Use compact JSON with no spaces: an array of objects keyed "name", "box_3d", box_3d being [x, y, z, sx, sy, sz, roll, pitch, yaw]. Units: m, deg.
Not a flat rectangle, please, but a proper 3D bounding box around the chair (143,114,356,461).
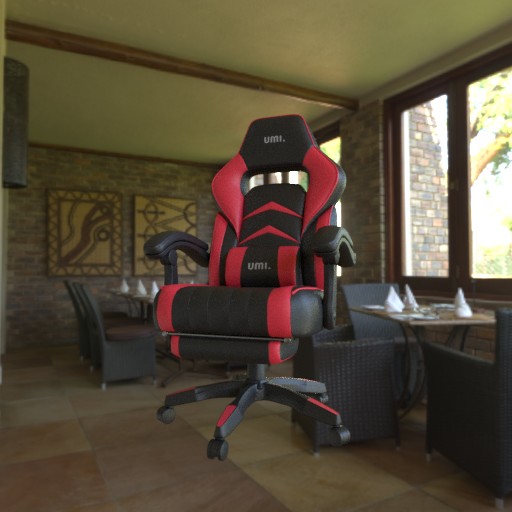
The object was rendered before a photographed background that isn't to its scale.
[{"name":"chair","box_3d":[0.000,0.000,1.629,0.700,1.220,0.700,-1,-2,20]}]
